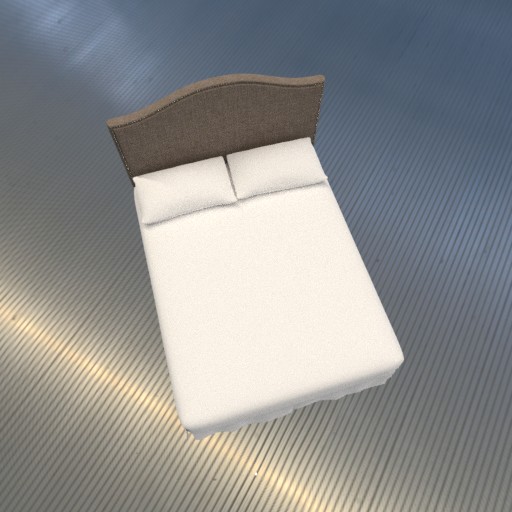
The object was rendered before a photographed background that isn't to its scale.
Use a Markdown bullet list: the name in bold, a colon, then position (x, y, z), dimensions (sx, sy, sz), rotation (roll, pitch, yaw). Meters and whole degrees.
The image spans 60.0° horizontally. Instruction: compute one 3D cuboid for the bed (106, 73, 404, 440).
- **bed**: position (0.000, 0.000, 3.305), dimensions (1.713, 1.518, 2.153), rotation (-15, 65, -7)
